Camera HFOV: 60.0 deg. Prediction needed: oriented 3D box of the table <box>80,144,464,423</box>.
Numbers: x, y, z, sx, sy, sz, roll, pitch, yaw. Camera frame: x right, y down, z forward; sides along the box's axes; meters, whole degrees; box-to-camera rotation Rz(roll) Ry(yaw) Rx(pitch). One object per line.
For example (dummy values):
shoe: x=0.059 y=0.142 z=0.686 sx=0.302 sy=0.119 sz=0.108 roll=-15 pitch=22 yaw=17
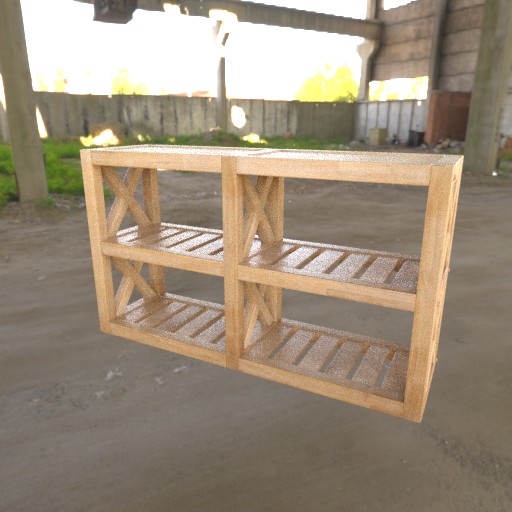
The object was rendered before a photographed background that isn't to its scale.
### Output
table: x=0.000 y=0.000 z=1.664 sx=1.320 sy=0.762 sz=0.381 roll=9 pitch=19 yaw=26
